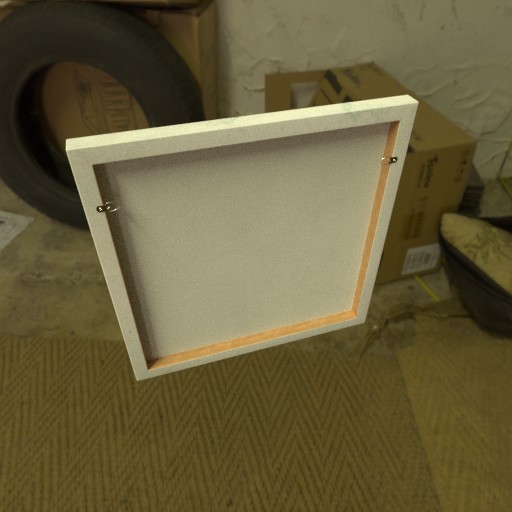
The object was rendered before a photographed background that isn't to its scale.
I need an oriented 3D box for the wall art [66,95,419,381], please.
[{"bbox_3d":[0.000,0.000,0.949,0.612,0.612,0.040,-12,42,-13],"label":"wall art"}]
